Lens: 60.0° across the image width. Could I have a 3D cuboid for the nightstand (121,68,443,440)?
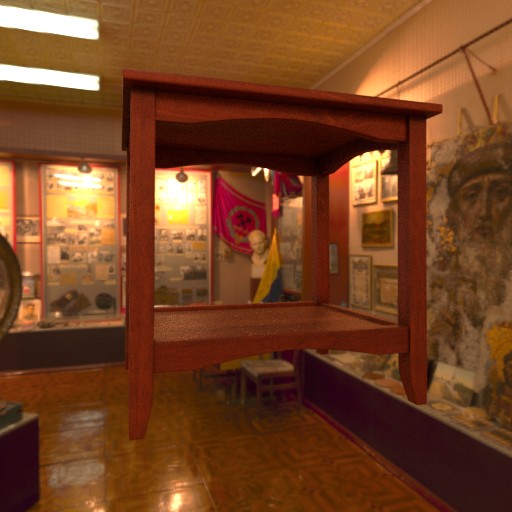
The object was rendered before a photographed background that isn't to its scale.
[{"bbox_3d":[0.000,0.000,0.967,0.558,0.558,0.501,0,1,-17],"label":"nightstand"}]
